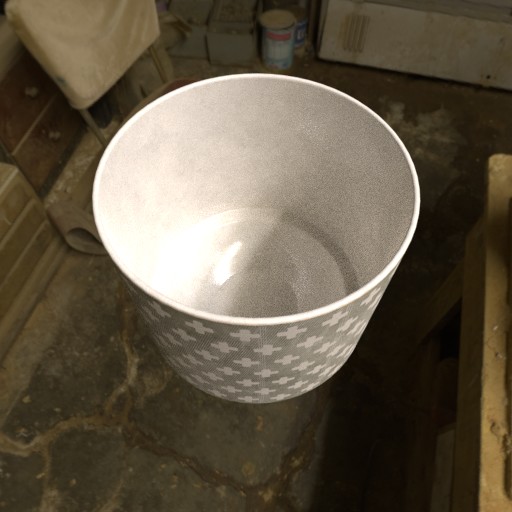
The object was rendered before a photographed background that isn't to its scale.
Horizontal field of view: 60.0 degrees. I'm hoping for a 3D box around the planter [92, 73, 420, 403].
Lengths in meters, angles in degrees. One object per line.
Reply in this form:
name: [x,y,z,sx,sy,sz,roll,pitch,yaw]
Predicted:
planter: [0.000,0.000,0.337,0.190,0.181,0.190,0,58,0]
